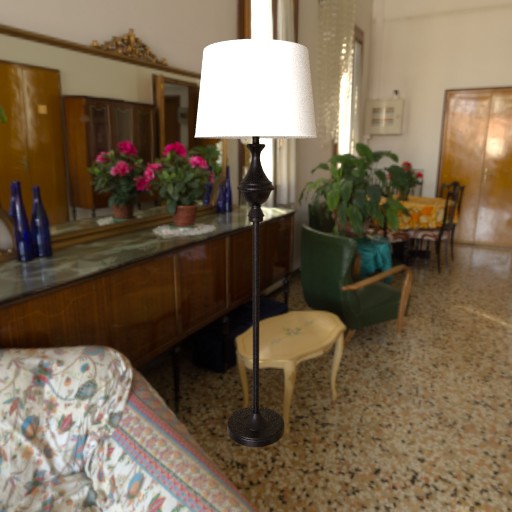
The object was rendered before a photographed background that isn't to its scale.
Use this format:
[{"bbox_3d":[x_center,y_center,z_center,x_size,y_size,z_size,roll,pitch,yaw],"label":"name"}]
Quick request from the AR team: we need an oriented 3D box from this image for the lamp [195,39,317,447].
[{"bbox_3d":[0.000,0.000,1.676,0.431,1.484,0.431,0,14,0],"label":"lamp"}]
